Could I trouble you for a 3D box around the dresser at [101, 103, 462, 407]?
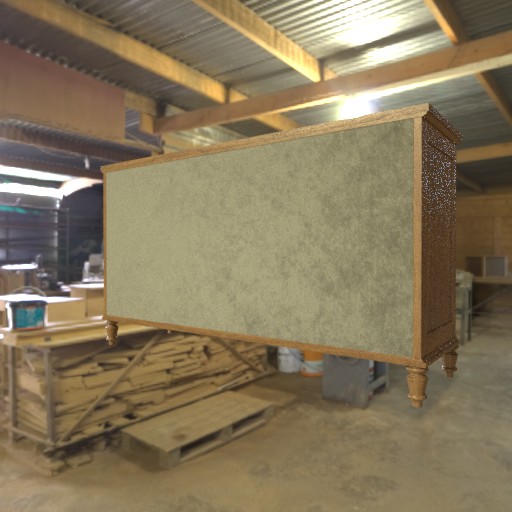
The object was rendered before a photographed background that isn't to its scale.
[{"bbox_3d":[0.000,0.000,1.936,1.583,0.892,0.468,0,1,37],"label":"dresser"}]
